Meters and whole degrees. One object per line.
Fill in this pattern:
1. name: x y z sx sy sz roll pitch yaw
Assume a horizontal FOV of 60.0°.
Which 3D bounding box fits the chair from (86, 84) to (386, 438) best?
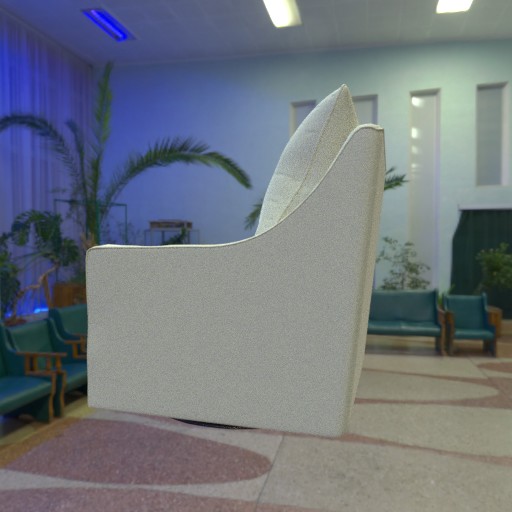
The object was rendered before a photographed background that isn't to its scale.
1. chair: 0.000 0.000 1.571 0.876 0.965 0.756 0 1 17
